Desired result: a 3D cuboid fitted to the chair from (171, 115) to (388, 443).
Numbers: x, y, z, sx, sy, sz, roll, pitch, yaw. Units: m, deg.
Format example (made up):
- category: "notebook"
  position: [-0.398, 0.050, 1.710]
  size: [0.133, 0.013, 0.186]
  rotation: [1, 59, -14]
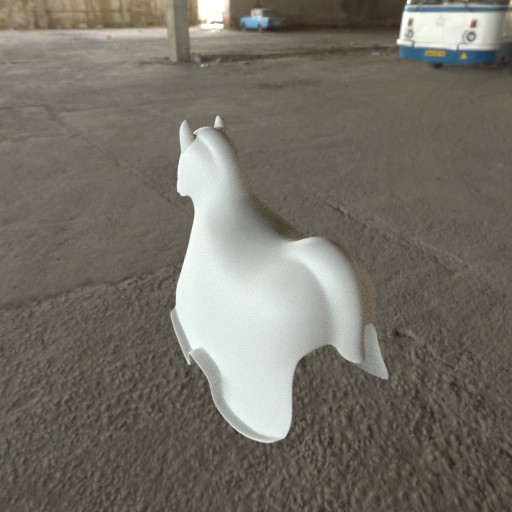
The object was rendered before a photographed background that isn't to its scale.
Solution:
- category: "chair"
  position: [0.000, 0.000, 1.165]
  size: [0.429, 0.612, 0.800]
  rotation: [-18, 34, -28]
